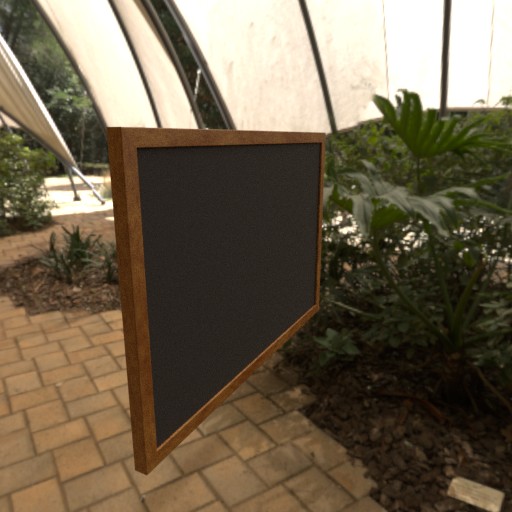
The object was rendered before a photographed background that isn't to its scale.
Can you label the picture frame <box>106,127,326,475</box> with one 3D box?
[{"bbox_3d":[0.000,0.000,1.142,0.029,0.621,0.922,8,17,27],"label":"picture frame"}]
